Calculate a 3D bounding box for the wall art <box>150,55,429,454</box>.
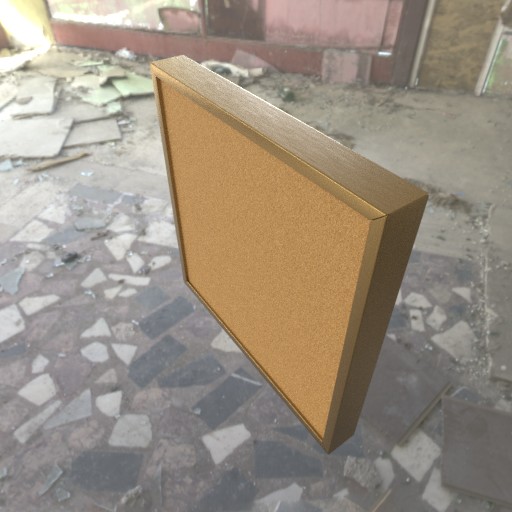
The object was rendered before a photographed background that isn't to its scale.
[{"bbox_3d":[0.000,0.000,0.450,0.037,0.305,0.305,-26,48,-26],"label":"wall art"}]
